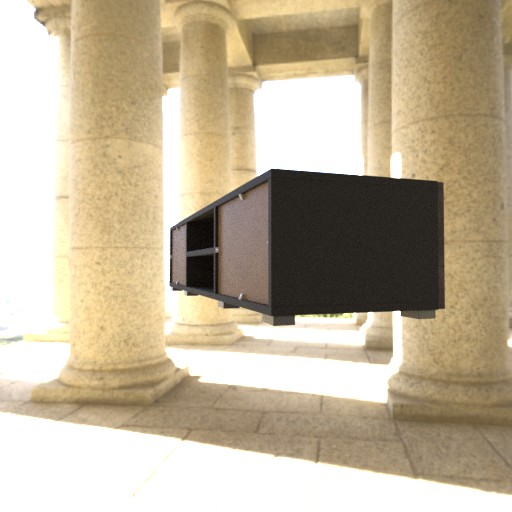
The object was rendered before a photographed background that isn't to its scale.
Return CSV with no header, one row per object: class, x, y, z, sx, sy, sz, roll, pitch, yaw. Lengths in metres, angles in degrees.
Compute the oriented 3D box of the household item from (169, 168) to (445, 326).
household item,0.000,0.000,1.594,0.420,0.310,1.400,0,-1,-19
